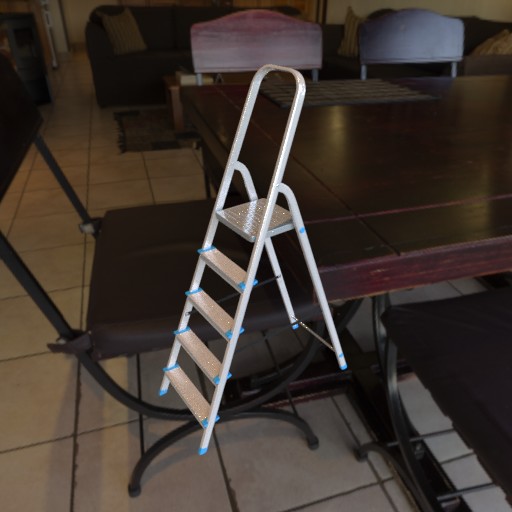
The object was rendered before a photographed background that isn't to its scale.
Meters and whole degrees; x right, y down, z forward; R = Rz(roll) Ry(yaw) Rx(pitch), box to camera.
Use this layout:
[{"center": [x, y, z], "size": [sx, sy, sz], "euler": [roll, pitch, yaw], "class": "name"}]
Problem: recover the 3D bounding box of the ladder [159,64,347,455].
[{"center": [0.000, 0.000, 2.097], "size": [0.990, 1.648, 0.468], "euler": [-20, 37, -30], "class": "ladder"}]
